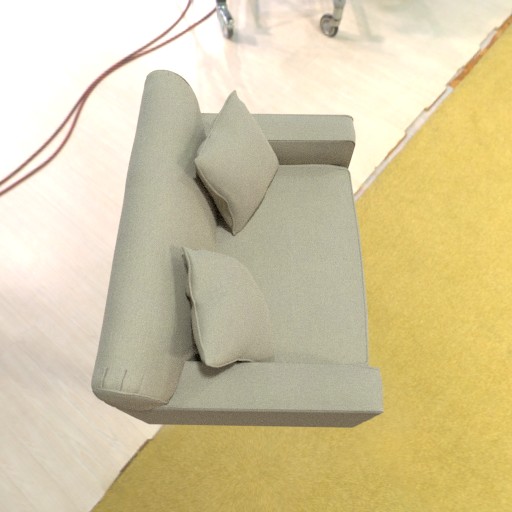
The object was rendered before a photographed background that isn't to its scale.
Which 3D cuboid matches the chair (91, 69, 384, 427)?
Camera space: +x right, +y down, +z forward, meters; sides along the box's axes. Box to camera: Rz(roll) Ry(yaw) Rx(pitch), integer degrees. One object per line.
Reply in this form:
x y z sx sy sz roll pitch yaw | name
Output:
0.000 0.000 1.996 1.000 0.948 1.383 1 64 0 | chair
